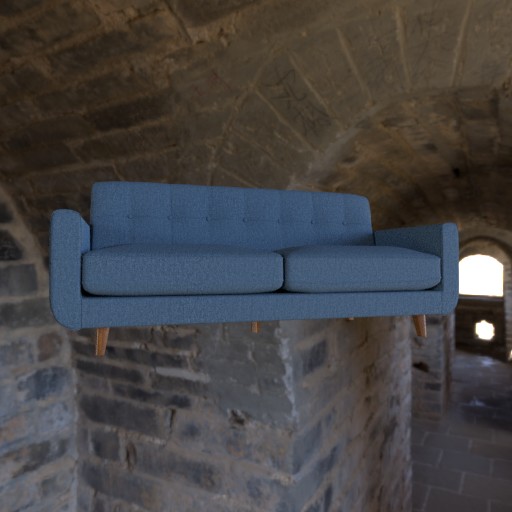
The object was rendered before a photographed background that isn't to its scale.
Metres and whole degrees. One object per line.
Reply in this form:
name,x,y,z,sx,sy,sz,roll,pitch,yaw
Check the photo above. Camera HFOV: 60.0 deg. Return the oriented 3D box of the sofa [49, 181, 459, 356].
sofa,0.000,0.000,2.551,2.055,0.884,0.942,0,-1,-17
